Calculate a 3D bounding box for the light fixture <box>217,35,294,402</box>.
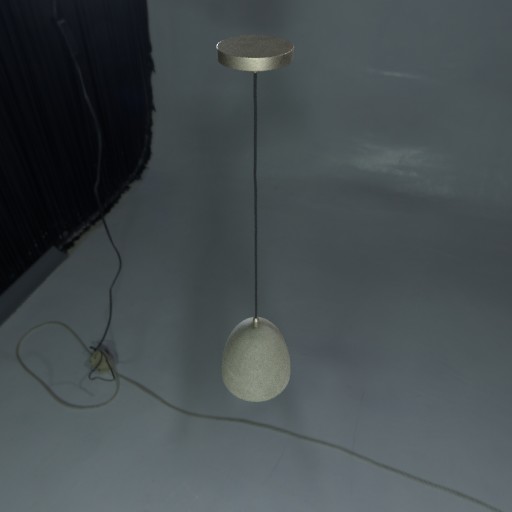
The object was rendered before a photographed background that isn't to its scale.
[{"bbox_3d":[0.000,0.000,0.853,0.170,0.759,0.170,11,42,12],"label":"light fixture"}]
